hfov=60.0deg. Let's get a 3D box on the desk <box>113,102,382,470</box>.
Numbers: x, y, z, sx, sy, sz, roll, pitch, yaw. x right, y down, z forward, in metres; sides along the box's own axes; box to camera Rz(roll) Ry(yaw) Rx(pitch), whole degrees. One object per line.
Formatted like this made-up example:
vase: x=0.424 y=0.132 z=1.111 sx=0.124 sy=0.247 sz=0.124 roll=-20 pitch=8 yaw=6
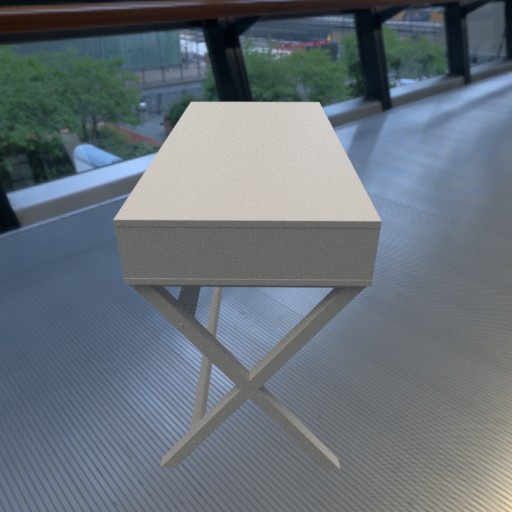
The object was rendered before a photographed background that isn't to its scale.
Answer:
desk: x=0.000 y=0.000 z=1.485 sx=0.525 sy=0.780 sz=1.057 roll=0 pitch=31 yaw=1
